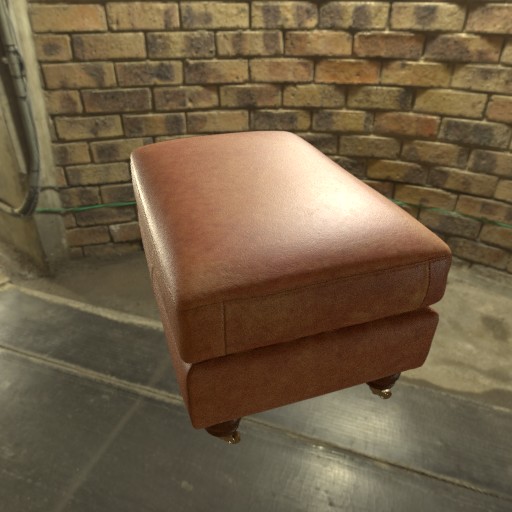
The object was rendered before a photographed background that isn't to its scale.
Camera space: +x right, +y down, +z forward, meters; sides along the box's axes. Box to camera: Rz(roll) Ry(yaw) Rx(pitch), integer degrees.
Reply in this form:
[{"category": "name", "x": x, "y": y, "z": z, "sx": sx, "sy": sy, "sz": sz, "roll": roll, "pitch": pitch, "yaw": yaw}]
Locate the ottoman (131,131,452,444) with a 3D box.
[{"category": "ottoman", "x": 0.000, "y": 0.000, "z": 1.193, "sx": 0.565, "sy": 0.507, "sz": 0.852, "roll": -10, "pitch": 33, "yaw": -16}]
